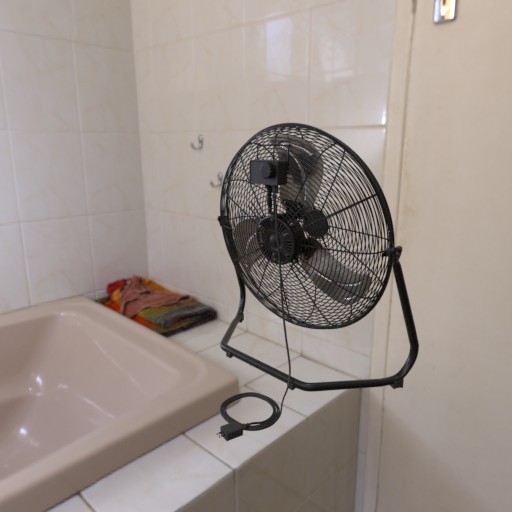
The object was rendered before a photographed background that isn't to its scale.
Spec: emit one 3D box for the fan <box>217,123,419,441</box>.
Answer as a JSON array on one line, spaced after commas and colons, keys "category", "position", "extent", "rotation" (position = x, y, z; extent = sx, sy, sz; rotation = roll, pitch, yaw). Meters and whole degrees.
[{"category": "fan", "position": [0.000, 0.000, 0.937], "extent": [0.424, 0.546, 0.555], "rotation": [-13, 19, -42]}]
